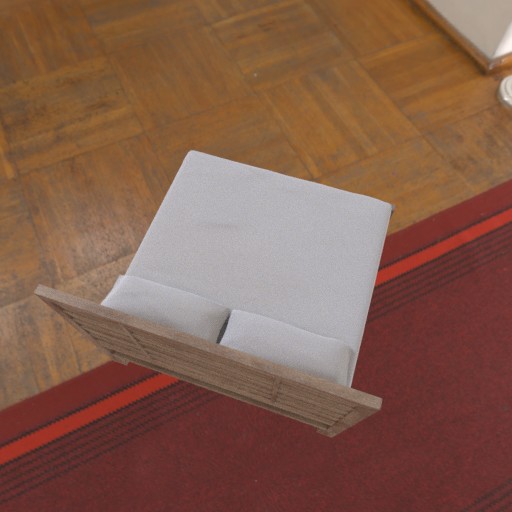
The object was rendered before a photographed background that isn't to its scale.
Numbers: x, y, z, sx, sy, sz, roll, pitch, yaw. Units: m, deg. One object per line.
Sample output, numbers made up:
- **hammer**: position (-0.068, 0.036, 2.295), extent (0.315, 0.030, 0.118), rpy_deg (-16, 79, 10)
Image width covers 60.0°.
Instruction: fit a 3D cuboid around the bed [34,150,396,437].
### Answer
- **bed**: position (0.000, 0.000, 3.581), extent (2.032, 1.626, 2.062), rpy_deg (17, 64, 8)
